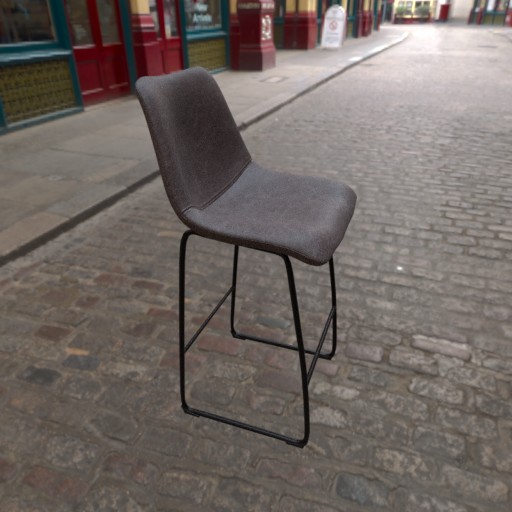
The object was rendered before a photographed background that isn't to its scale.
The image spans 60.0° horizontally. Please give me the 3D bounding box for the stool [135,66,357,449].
[{"bbox_3d":[0.000,0.000,1.422,0.561,1.082,0.514,10,30,17],"label":"stool"}]
